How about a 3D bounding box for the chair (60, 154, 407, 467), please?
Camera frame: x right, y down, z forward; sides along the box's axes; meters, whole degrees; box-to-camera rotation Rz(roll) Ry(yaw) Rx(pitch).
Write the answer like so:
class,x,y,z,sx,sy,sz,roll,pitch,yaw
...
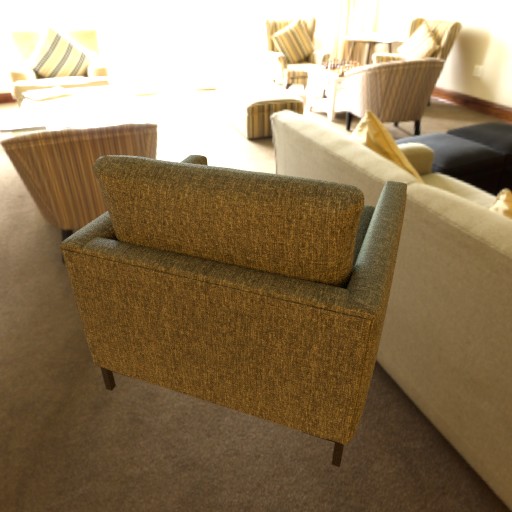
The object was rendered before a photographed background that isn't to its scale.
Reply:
class,x,y,z,sx,sy,sz,roll,pitch,yaw
chair,0.000,0.000,1.611,0.963,0.861,0.866,11,34,17
